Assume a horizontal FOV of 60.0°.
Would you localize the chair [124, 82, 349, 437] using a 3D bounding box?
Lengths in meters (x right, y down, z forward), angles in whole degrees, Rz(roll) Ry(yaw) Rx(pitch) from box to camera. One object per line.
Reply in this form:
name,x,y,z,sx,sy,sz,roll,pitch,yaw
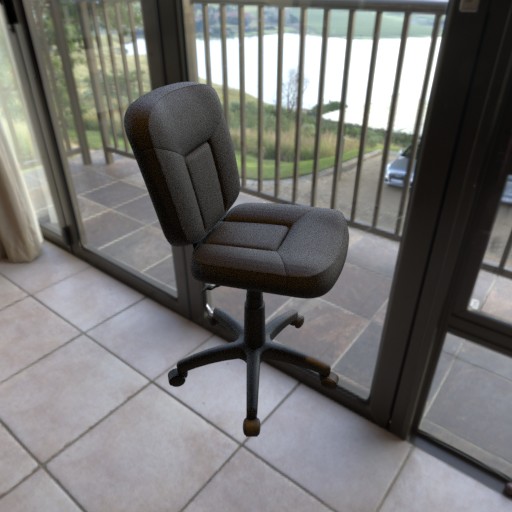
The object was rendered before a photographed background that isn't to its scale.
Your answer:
chair,0.000,0.000,1.393,0.610,0.972,0.610,11,34,16
